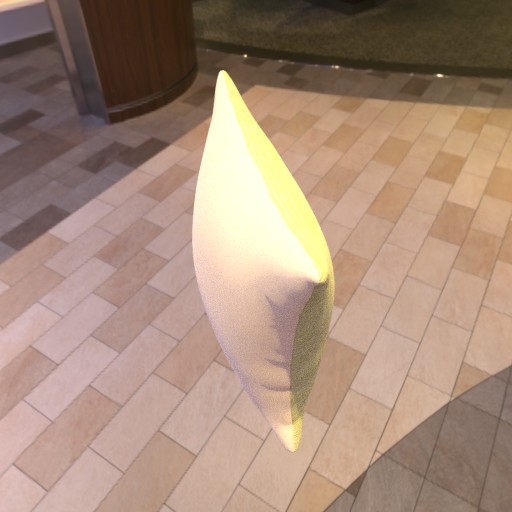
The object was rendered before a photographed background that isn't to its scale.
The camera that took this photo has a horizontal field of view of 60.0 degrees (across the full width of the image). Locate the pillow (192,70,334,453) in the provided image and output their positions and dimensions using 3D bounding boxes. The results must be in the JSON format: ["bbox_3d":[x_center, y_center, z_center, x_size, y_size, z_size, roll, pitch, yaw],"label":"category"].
[{"bbox_3d":[0.000,0.000,0.823,0.229,0.487,0.560,-10,46,-10],"label":"pillow"}]
